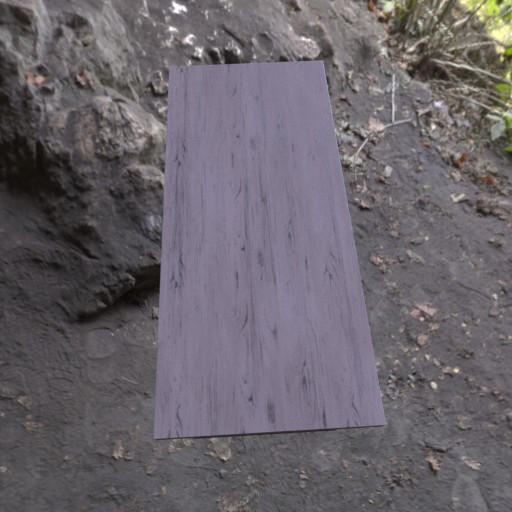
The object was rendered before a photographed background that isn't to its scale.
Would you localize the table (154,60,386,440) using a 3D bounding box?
[{"bbox_3d":[0.000,0.000,2.304,0.795,0.899,1.778,-3,64,-1],"label":"table"}]
